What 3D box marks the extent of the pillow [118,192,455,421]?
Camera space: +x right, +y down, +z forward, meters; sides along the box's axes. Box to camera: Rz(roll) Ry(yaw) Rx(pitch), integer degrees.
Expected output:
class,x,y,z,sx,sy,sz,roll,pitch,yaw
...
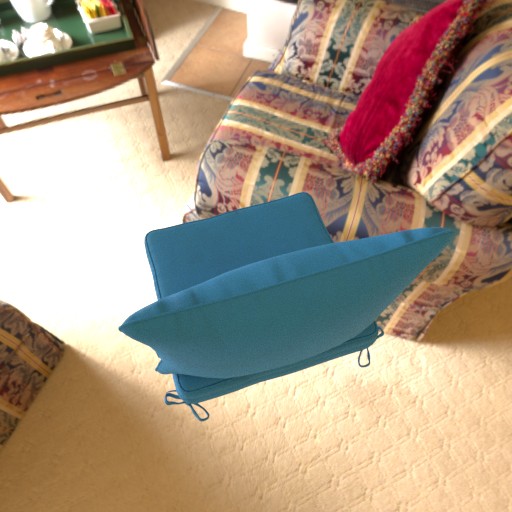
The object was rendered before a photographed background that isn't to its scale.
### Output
class,x,y,z,sx,sy,sz,roll,pitch,yaw
pillow,0.000,0.000,1.377,0.798,0.725,0.733,-15,60,-9
